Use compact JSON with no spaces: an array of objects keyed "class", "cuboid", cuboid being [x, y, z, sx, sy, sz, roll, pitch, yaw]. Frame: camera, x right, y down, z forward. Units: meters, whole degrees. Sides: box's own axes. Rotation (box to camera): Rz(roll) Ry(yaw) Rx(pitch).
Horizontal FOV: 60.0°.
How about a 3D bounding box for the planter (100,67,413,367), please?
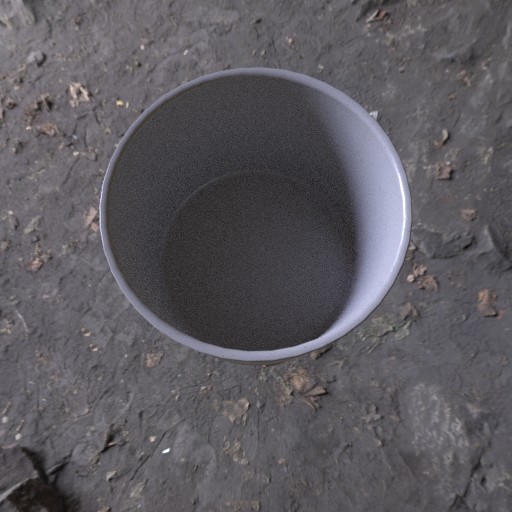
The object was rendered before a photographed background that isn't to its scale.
[{"class":"planter","cuboid":[0.000,0.000,0.392,0.188,0.260,0.188,0,75,0]}]
